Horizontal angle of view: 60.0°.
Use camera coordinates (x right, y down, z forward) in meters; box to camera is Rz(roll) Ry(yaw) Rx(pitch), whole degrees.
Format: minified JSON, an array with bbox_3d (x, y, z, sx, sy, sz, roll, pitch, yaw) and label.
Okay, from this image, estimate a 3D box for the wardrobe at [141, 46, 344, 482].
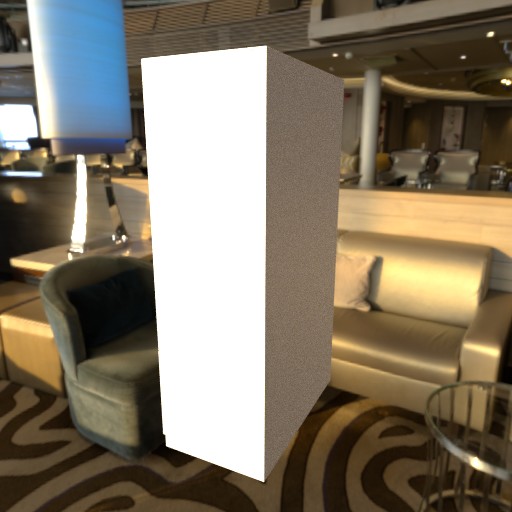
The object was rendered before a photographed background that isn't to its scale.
[{"bbox_3d":[0.000,0.000,2.324,0.577,1.808,0.991,7,16,26],"label":"wardrobe"}]
